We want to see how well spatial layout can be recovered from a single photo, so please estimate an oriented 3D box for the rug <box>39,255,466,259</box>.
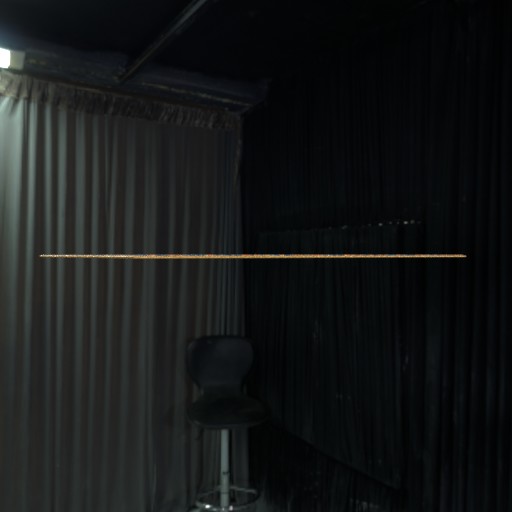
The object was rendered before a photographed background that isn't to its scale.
[{"bbox_3d":[0.000,0.000,3.688,2.916,0.019,2.043,0,0,-37],"label":"rug"}]
